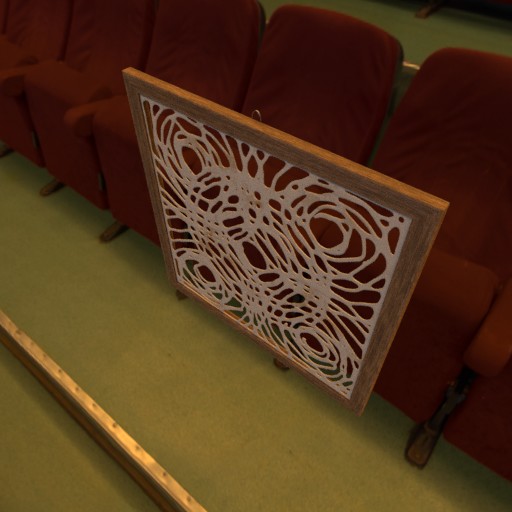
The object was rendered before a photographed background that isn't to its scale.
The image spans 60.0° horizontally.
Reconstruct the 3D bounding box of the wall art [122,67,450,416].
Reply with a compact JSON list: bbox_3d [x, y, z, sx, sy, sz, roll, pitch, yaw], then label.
[{"bbox_3d":[0.000,0.000,0.824,0.561,0.576,0.021,31,54,25],"label":"wall art"}]
